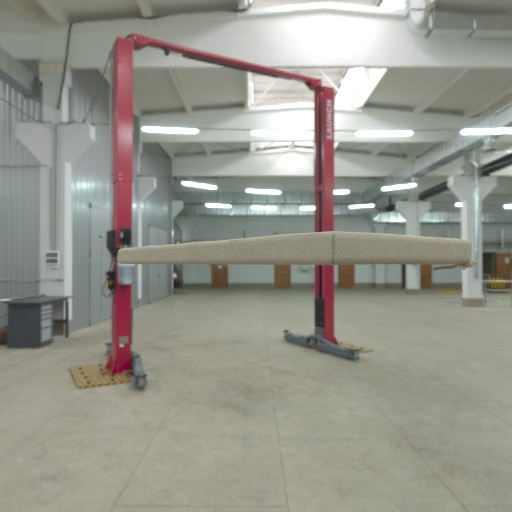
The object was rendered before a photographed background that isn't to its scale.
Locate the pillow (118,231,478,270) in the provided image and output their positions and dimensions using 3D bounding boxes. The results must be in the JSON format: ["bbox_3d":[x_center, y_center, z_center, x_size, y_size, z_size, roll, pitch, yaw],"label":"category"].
[{"bbox_3d":[0.000,0.000,1.361,0.492,0.081,1.187,1,-1,-35],"label":"pillow"}]
